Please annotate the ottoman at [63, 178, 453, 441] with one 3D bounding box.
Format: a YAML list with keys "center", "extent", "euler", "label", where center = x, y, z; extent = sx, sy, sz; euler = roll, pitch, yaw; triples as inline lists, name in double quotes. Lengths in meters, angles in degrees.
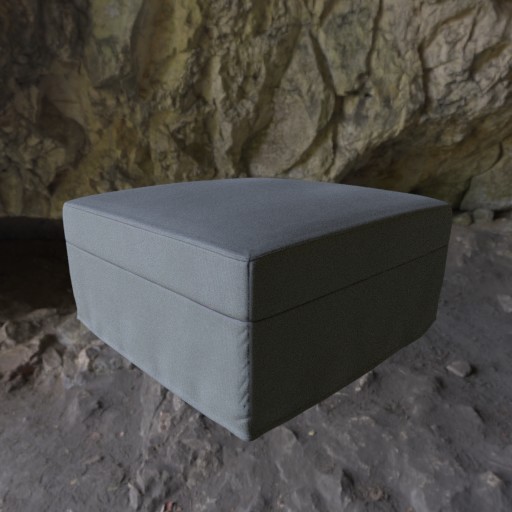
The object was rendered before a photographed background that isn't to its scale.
- center: [0.000, 0.000, 1.339]
  extent: [0.842, 0.441, 0.843]
  euler: [-15, 22, -42]
  label: "ottoman"
